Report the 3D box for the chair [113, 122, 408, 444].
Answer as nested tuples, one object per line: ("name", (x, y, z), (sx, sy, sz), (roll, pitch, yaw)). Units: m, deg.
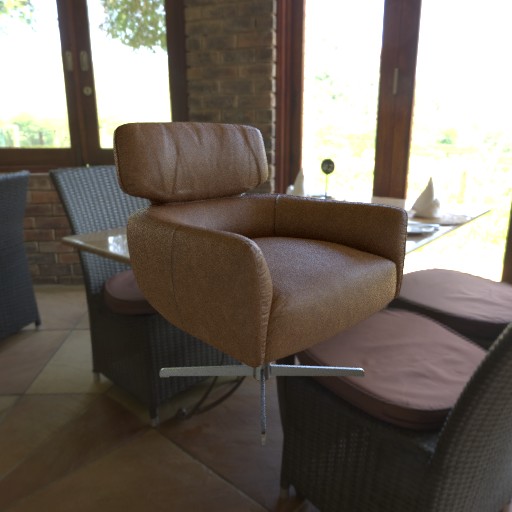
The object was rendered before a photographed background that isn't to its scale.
("chair", (0.000, 0.000, 1.374), (0.706, 0.812, 0.715), (-14, 21, -43))
